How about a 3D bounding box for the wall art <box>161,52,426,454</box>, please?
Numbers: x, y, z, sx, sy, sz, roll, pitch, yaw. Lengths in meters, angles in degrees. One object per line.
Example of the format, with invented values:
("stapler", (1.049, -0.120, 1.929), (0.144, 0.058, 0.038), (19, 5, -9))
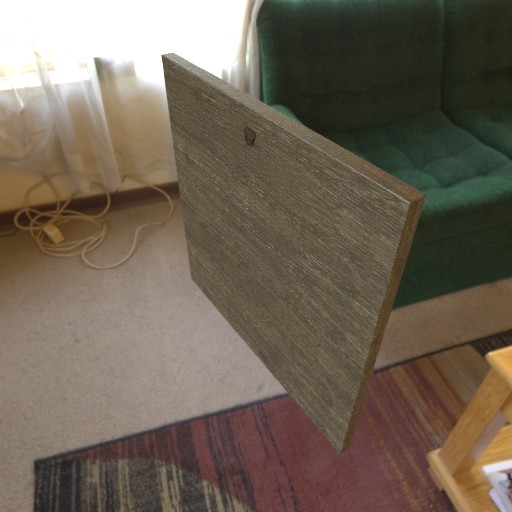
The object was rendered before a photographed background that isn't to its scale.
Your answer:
("wall art", (0.000, 0.000, 0.661), (0.027, 0.459, 0.462), (-25, 47, -26))
